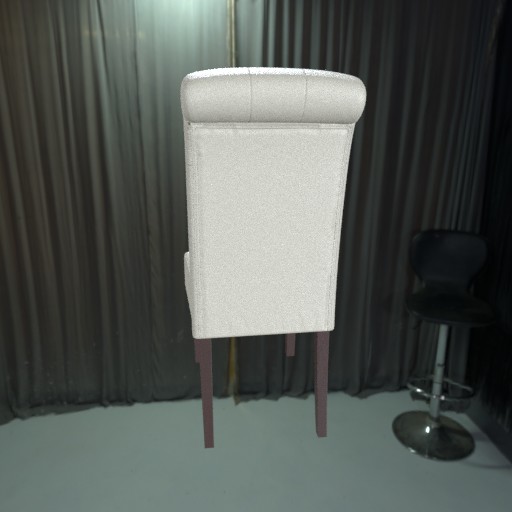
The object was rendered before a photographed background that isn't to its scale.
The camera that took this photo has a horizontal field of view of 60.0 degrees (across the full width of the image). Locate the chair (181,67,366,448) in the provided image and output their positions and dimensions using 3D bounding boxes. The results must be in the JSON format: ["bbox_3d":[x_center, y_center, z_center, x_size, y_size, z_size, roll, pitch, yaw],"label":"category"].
[{"bbox_3d":[0.000,0.000,1.378,0.456,1.006,0.671,-2,15,-8],"label":"chair"}]
